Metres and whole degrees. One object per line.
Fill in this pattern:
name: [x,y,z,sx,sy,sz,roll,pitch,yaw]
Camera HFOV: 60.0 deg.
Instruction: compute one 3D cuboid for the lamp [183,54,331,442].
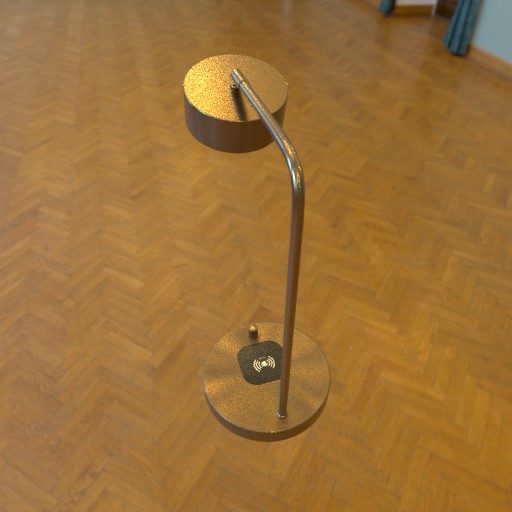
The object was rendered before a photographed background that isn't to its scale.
lamp: [0.000,0.000,0.519,0.171,0.380,0.270,-11,43,-12]
